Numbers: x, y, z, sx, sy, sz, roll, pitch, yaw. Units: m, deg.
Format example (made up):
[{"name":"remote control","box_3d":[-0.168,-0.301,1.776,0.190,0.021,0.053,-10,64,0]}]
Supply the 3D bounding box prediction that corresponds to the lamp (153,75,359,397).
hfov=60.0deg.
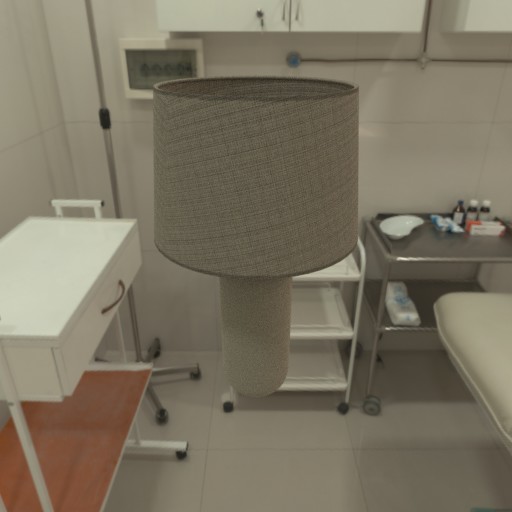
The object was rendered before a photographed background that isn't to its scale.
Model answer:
[{"name":"lamp","box_3d":[0.000,0.000,0.837,0.367,0.609,0.367,0,27,0]}]
